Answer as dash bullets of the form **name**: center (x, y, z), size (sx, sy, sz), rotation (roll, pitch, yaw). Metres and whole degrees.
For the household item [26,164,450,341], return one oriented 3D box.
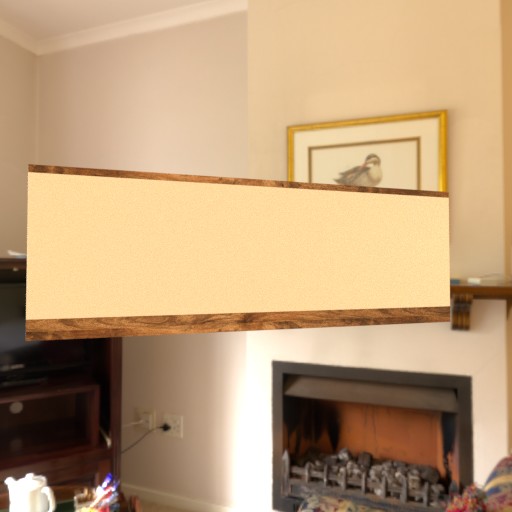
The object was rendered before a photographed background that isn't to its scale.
- **household item**: center (0.000, 0.000, 2.004), size (1.800, 0.615, 0.390), rotation (1, -2, -18)
